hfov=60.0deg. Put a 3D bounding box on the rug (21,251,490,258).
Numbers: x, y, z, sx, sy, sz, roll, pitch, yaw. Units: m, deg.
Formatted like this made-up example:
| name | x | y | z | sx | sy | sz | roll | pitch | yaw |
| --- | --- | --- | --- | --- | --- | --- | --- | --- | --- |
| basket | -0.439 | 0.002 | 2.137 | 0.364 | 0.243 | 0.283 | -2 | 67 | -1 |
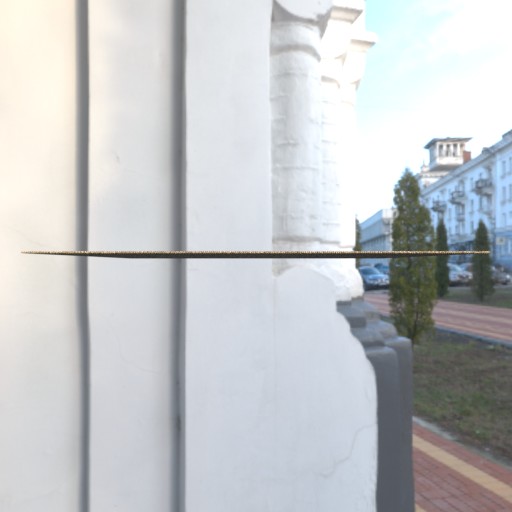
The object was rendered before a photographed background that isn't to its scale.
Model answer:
| name | x | y | z | sx | sy | sz | roll | pitch | yaw |
| --- | --- | --- | --- | --- | --- | --- | --- | --- | --- |
| rug | 0.000 | 0.000 | 4.092 | 3.034 | 0.012 | 2.471 | 0 | -1 | 0 |
